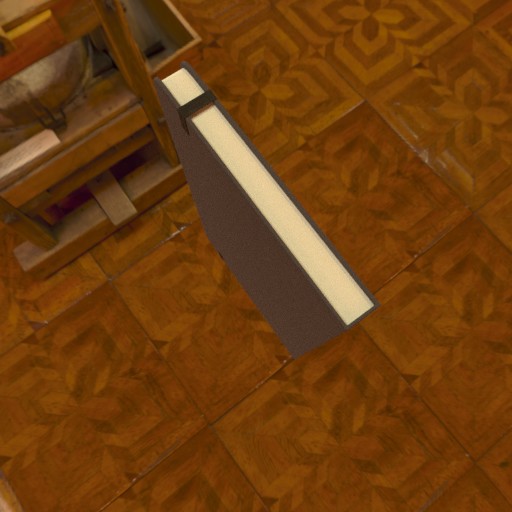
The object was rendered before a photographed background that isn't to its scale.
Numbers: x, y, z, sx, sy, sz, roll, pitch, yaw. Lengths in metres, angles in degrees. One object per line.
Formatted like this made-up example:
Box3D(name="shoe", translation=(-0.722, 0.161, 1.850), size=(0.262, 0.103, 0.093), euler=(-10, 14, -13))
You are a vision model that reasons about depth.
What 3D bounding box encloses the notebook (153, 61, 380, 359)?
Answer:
Box3D(name="notebook", translation=(0.000, 0.000, 0.267), size=(0.016, 0.213, 0.127), euler=(-34, 77, -9))
